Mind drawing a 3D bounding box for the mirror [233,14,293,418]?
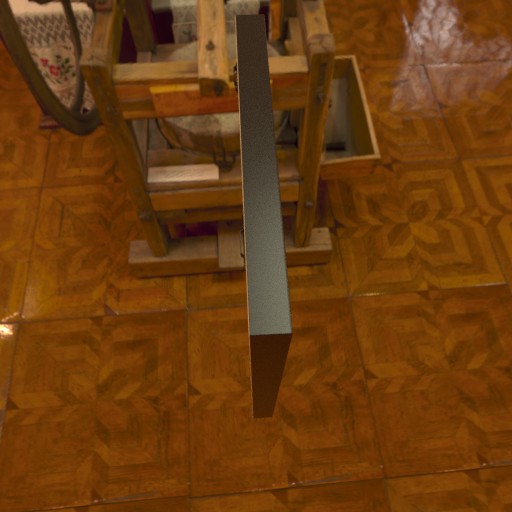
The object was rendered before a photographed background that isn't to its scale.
[{"bbox_3d":[0.000,0.000,0.678,0.041,0.509,0.406,-3,63,-1],"label":"mirror"}]
